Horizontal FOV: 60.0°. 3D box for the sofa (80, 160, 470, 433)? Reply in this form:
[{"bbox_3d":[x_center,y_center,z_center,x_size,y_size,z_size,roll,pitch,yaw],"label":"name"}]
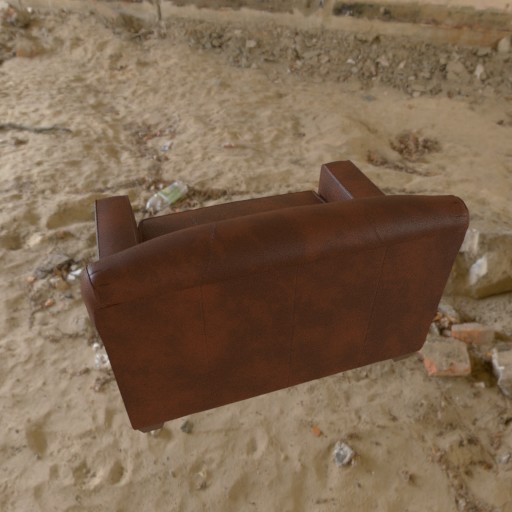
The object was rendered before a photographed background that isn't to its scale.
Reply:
[{"bbox_3d":[0.000,0.000,2.079,1.413,0.956,1.000,-12,41,-14],"label":"sofa"}]
